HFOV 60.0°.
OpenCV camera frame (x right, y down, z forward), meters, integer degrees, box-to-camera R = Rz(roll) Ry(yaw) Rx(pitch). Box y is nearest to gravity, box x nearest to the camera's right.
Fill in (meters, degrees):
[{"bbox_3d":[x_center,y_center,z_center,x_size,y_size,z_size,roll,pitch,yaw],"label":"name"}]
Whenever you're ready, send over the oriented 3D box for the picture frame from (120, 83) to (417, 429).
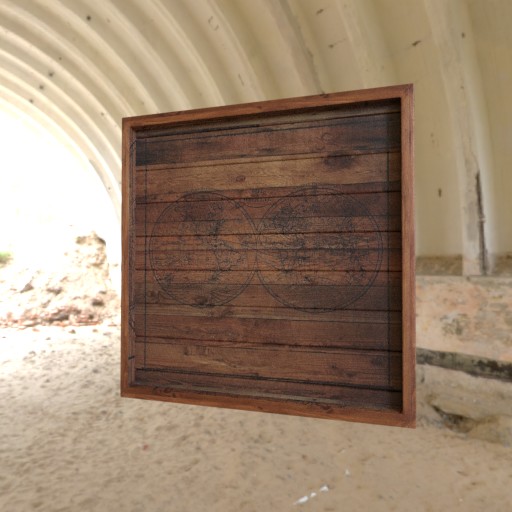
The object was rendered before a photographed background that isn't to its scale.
[{"bbox_3d":[0.000,0.000,0.522,0.352,0.356,0.028,0,-1,18],"label":"picture frame"}]
